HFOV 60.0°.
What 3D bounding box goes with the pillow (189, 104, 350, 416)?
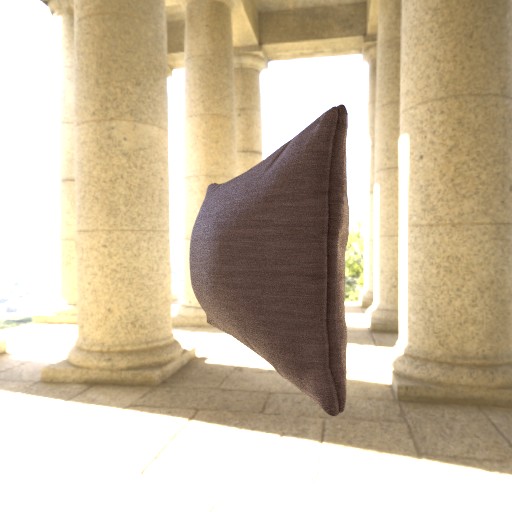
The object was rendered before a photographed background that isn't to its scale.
[{"bbox_3d":[0.000,0.000,0.775,0.210,0.338,0.633,0,1,-18],"label":"pillow"}]
